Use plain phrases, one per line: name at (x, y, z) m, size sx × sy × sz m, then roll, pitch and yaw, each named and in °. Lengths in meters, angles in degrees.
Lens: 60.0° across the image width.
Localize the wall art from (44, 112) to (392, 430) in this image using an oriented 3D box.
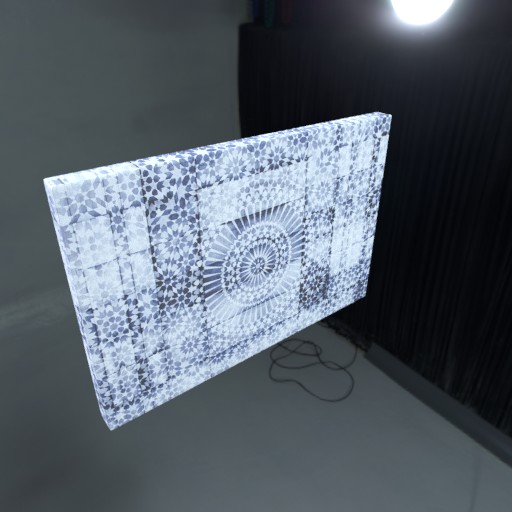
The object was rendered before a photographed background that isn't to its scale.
wall art at (0.000, 0.000, 1.154) m, size 0.911 × 0.608 × 0.057 m, roll -21°, pitch 36°, yaw -32°
